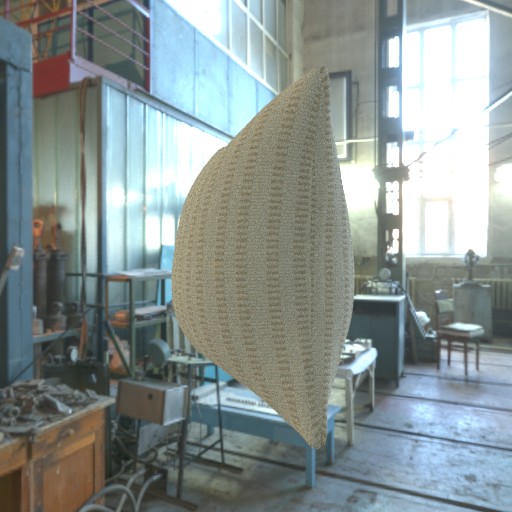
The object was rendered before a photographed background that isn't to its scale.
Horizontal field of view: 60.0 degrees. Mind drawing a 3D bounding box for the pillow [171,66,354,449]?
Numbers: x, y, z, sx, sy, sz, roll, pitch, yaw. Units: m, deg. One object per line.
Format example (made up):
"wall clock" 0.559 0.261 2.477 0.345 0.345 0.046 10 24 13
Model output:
"pillow" 0.000 0.000 0.683 0.247 0.419 0.438 0 0 -19
